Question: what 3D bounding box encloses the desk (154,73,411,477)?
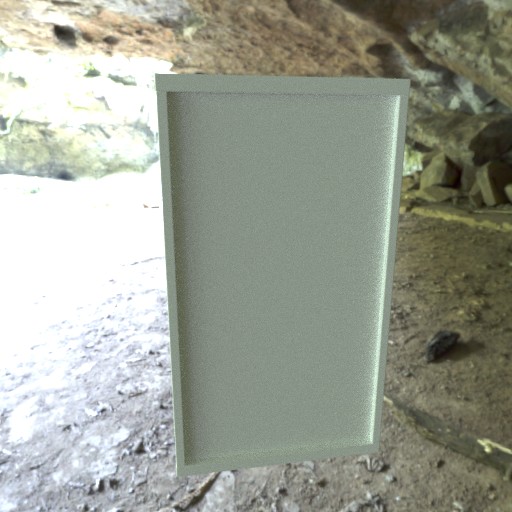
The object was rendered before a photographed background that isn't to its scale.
[{"bbox_3d":[0.000,0.000,1.060,0.404,0.730,0.600,-3,15,-9],"label":"desk"}]
